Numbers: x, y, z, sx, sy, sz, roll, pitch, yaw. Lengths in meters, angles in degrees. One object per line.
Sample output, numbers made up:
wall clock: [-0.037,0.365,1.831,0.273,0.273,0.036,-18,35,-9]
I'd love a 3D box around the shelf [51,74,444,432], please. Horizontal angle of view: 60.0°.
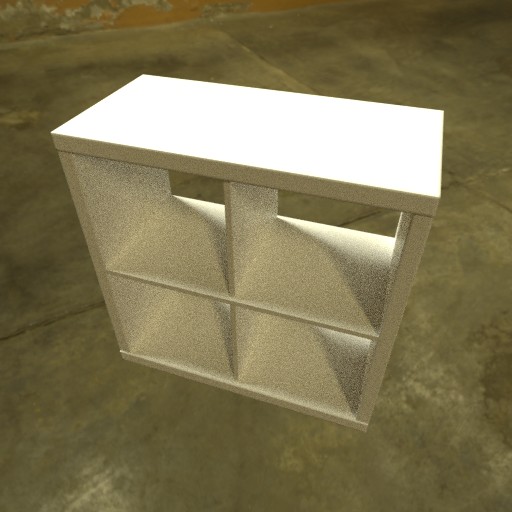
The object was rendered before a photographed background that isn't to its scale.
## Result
shelf: [0.000,0.000,1.240,0.790,0.786,0.390,12,42,14]
